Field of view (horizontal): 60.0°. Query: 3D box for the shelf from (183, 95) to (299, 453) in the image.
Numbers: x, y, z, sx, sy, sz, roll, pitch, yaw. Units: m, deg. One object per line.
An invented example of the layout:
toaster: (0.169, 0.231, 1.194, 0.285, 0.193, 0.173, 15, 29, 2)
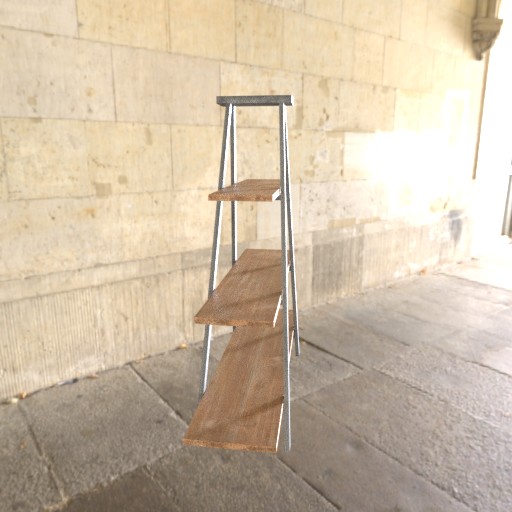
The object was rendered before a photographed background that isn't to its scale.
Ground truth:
shelf: (0.000, 0.000, 2.658, 0.508, 1.808, 1.746, 2, 13, 8)
